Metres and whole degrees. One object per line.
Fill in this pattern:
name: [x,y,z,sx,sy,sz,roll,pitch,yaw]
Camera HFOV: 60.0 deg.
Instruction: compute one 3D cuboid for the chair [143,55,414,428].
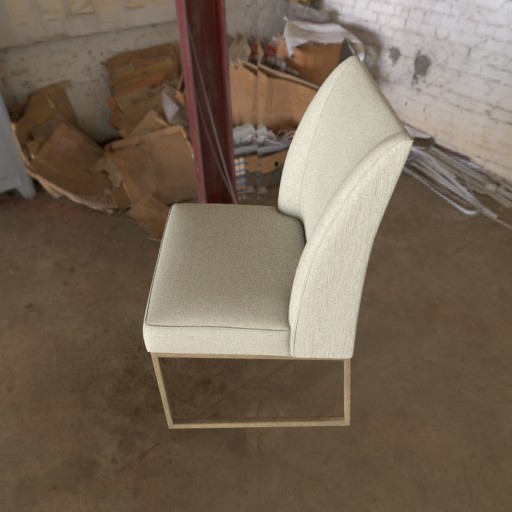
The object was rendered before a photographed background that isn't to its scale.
chair: [0.000,0.000,1.154,0.522,0.863,0.508,-1,40,-1]
